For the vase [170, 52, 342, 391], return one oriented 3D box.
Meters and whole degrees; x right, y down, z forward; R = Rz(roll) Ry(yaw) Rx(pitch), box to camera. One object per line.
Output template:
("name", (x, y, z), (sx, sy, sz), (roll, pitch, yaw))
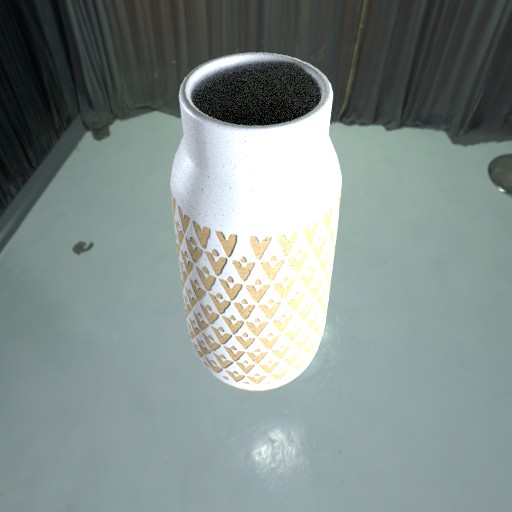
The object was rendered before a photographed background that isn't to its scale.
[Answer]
("vase", (0.000, 0.000, 0.376), (0.137, 0.307, 0.137), (0, 50, 0))
